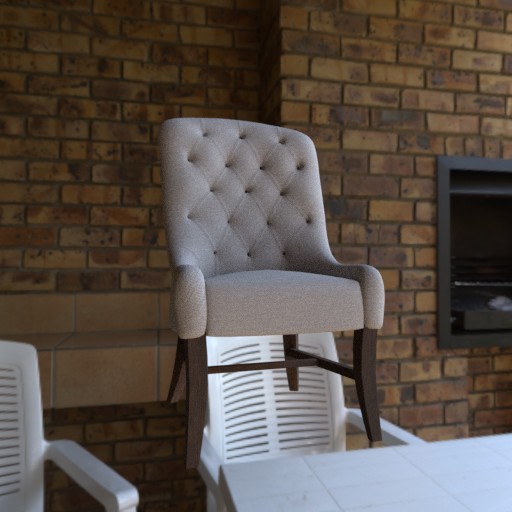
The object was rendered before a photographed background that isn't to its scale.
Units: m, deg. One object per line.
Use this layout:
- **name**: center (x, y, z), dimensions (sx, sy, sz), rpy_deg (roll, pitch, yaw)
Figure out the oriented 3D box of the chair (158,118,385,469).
- **chair**: center (0.000, 0.000, 1.512), dimensions (0.634, 1.091, 0.629), rpy_deg (0, -1, -18)
